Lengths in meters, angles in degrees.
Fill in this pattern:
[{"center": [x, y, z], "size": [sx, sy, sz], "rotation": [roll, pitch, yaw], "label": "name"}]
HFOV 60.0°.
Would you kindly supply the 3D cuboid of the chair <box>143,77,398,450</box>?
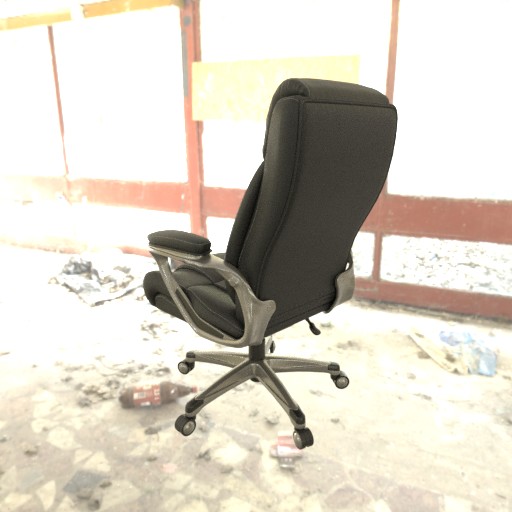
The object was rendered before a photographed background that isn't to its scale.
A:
[{"center": [0.000, 0.000, 1.635], "size": [0.741, 1.167, 0.784], "rotation": [-15, 21, -42], "label": "chair"}]
